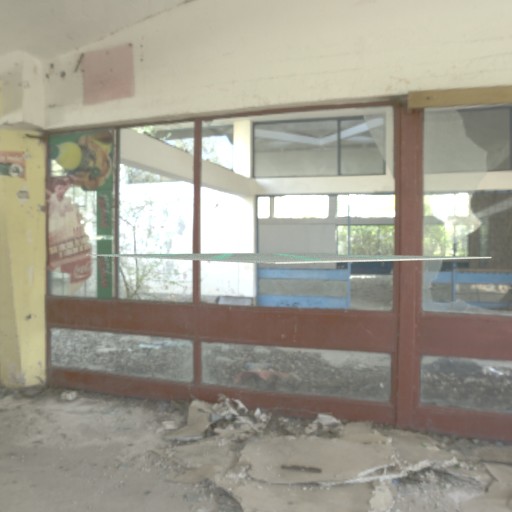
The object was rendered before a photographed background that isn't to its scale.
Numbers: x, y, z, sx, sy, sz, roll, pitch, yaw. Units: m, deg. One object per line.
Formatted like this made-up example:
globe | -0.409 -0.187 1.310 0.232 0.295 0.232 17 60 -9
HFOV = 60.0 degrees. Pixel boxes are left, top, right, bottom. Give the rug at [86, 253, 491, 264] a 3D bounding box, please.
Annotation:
rug | 0.000 0.000 2.898 1.524 0.006 2.286 -1 1 -36
